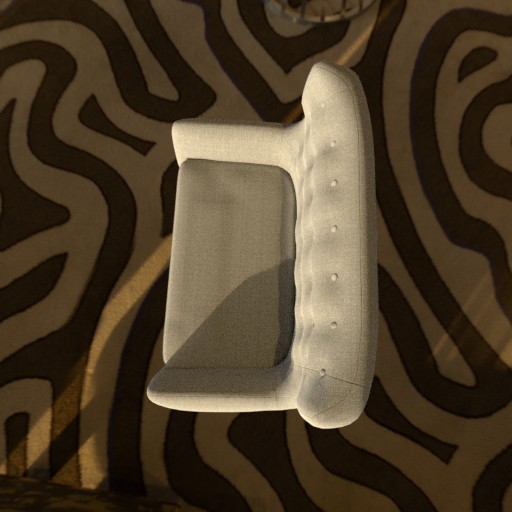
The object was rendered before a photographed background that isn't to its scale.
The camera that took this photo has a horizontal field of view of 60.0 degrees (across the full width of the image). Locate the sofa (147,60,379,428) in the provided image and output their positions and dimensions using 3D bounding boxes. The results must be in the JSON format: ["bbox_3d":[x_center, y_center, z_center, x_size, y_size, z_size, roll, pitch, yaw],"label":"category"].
[{"bbox_3d":[0.000,0.000,2.041,0.884,1.028,1.386,2,76,1],"label":"sofa"}]
